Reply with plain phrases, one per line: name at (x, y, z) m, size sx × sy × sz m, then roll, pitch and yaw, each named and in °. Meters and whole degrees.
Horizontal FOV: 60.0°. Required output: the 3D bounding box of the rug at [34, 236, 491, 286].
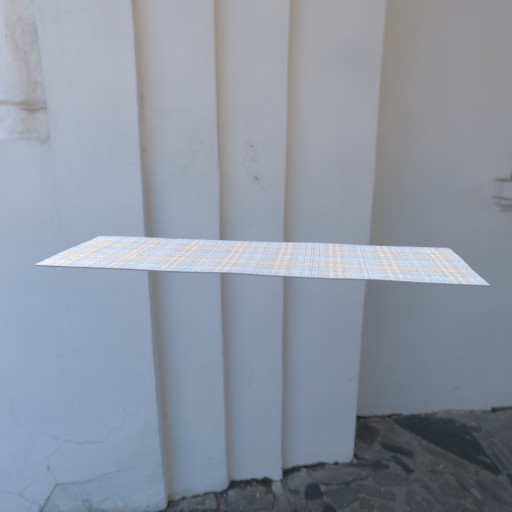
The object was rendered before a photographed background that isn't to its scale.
rug at (0.000, 0.000, 2.709) m, size 2.439 × 0.013 × 0.762 m, roll 2°, pitch 15°, yaw 8°
